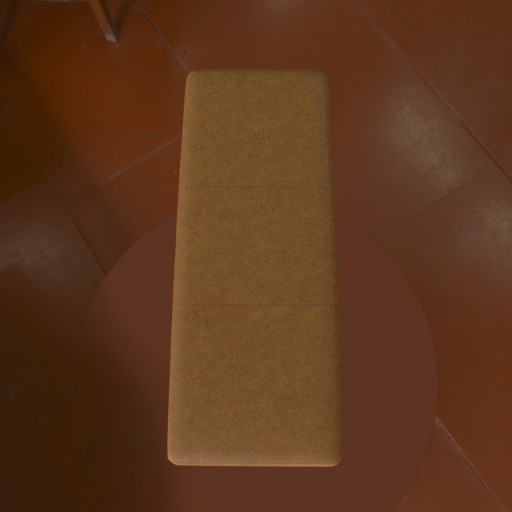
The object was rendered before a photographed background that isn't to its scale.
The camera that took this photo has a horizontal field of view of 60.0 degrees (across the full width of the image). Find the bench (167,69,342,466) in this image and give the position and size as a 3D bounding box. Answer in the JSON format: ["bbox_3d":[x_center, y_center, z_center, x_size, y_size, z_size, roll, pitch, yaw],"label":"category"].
[{"bbox_3d":[0.000,0.000,1.906,0.653,0.399,1.610,0,76,0],"label":"bench"}]
